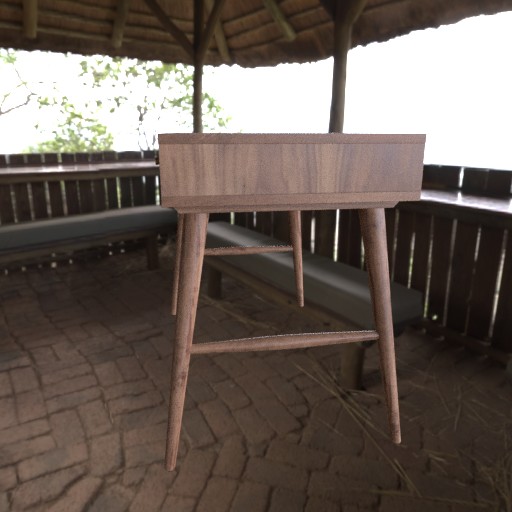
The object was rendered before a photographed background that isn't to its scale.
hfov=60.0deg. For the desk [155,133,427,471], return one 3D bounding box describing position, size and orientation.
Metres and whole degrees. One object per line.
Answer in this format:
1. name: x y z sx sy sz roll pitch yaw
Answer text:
1. desk: 0.000 0.000 1.417 0.588 0.758 0.949 -3 16 -9
